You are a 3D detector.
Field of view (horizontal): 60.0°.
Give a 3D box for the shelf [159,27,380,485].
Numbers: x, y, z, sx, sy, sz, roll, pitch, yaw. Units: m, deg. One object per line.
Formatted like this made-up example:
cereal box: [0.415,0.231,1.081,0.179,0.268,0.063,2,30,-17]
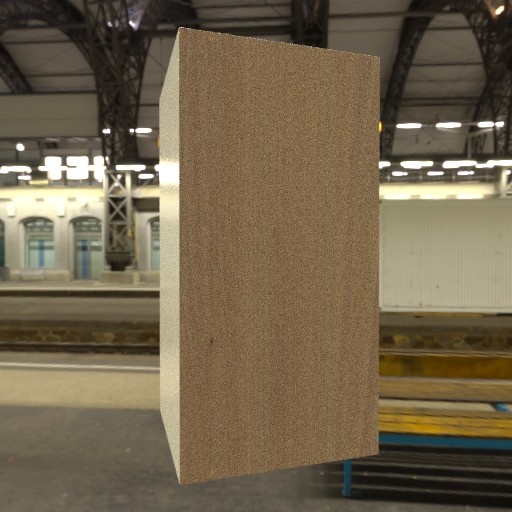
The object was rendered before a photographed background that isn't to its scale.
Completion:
shelf: [0.000,0.000,0.756,0.297,0.594,0.290,0,1,-17]
